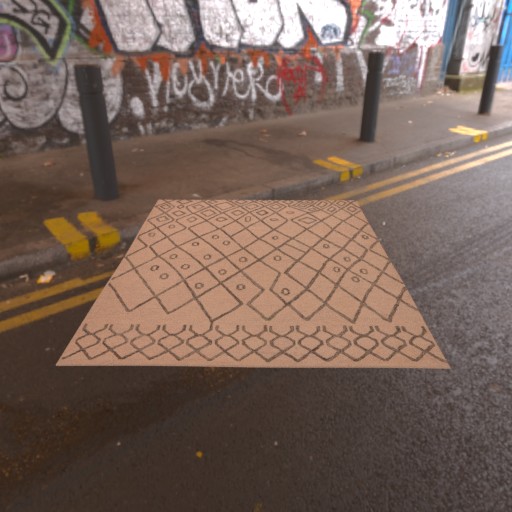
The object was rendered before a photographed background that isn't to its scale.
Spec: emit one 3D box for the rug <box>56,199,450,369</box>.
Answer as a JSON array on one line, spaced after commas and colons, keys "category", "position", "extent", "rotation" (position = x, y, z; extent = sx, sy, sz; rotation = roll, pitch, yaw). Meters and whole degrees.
[{"category": "rug", "position": [0.000, 0.000, 4.093], "extent": [2.446, 0.015, 3.046], "rotation": [0, 27, 1]}]
